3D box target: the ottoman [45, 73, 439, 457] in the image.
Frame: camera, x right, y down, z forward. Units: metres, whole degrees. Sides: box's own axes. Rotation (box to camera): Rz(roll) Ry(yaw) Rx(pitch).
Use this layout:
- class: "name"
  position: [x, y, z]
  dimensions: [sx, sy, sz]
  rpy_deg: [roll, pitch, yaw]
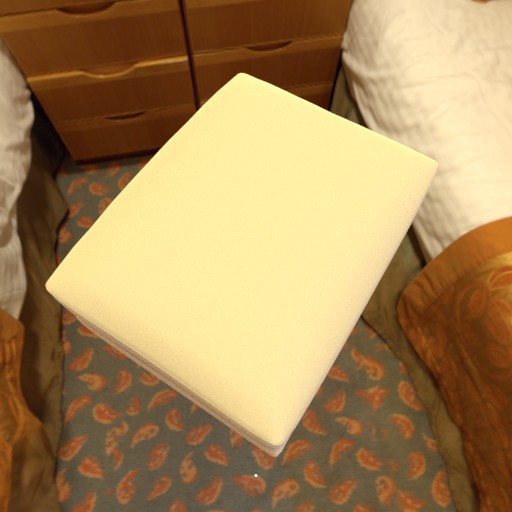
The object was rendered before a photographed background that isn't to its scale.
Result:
- class: "ottoman"
  position: [0.000, 0.000, 1.124]
  dimensions: [0.584, 0.513, 0.741]
  rpy_deg: [30, 67, 14]
